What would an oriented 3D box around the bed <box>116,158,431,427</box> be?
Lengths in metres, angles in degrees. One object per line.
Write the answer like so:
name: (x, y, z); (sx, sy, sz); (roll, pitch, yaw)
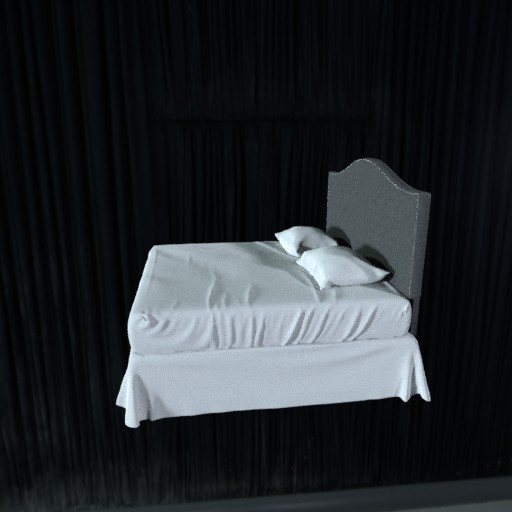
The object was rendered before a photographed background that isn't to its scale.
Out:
bed: (0.000, 0.000, 3.855); (2.219, 1.651, 2.314); (-2, 15, -8)
